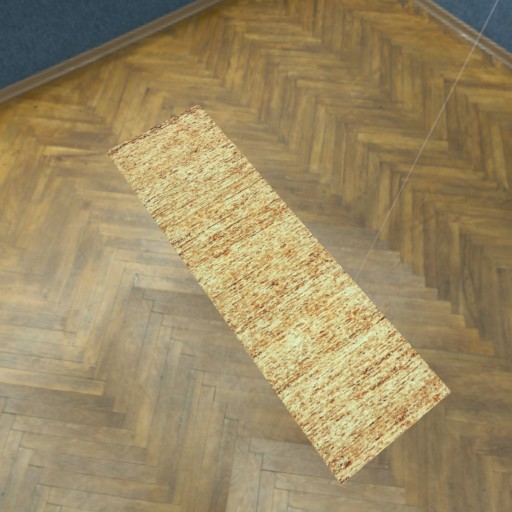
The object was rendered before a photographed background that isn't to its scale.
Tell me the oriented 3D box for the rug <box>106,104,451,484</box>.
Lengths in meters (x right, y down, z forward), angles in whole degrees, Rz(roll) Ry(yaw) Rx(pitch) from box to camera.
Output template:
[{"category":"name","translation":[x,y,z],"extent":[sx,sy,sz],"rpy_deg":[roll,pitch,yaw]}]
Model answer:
[{"category":"rug","translation":[0.000,0.000,2.414],"extent":[0.680,0.014,2.237],"rpy_deg":[-32,68,-15]}]
